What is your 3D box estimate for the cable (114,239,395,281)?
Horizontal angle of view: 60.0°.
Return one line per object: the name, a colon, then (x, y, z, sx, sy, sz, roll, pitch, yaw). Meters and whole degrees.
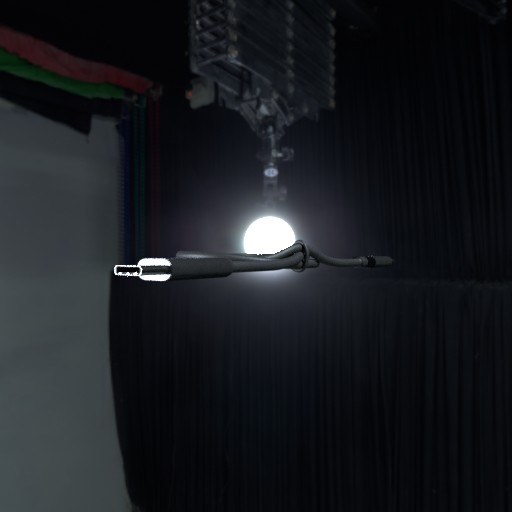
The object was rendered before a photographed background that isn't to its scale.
cable: (0.000, 0.000, 0.205, 0.070, 0.014, 0.186, 0, 0, 36)
